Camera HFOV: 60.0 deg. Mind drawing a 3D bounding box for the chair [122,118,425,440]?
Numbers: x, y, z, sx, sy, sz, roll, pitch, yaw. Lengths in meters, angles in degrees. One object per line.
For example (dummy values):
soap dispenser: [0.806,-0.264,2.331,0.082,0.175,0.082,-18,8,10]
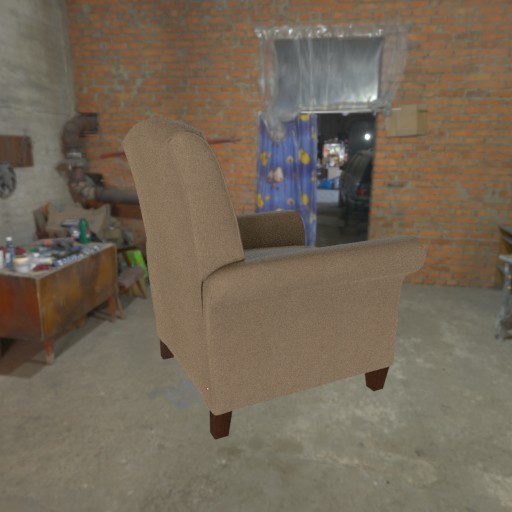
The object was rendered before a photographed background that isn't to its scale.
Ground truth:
chair: [0.000,0.000,1.832,0.905,1.061,0.978,-7,15,-26]
